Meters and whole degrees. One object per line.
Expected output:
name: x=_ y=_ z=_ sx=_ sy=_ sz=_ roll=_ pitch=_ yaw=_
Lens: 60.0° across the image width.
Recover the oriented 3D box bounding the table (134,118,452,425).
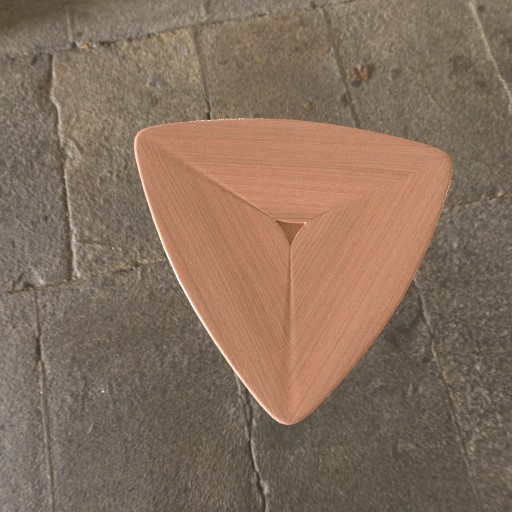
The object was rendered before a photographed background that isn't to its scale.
table: x=0.000 y=0.000 z=0.877 sx=0.455 sy=0.564 sz=0.442 roll=33 pitch=79 yaw=7
